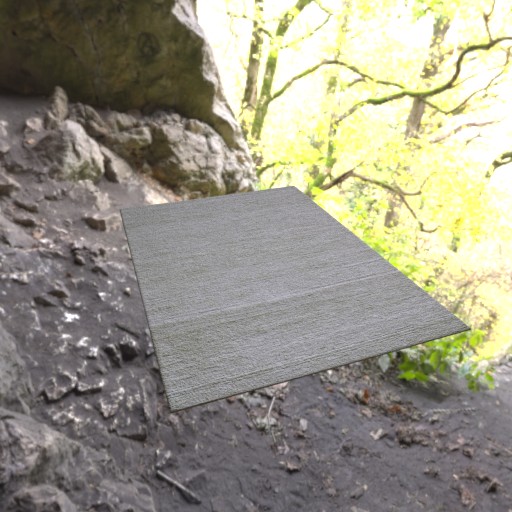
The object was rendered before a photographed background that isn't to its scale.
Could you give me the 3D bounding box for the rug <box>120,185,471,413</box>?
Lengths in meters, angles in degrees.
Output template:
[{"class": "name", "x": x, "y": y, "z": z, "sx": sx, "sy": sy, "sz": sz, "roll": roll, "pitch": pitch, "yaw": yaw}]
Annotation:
[{"class": "rug", "x": 0.000, "y": 0.000, "z": 3.033, "sx": 1.606, "sy": 0.017, "sz": 2.270, "roll": -10, "pitch": 31, "yaw": -17}]
